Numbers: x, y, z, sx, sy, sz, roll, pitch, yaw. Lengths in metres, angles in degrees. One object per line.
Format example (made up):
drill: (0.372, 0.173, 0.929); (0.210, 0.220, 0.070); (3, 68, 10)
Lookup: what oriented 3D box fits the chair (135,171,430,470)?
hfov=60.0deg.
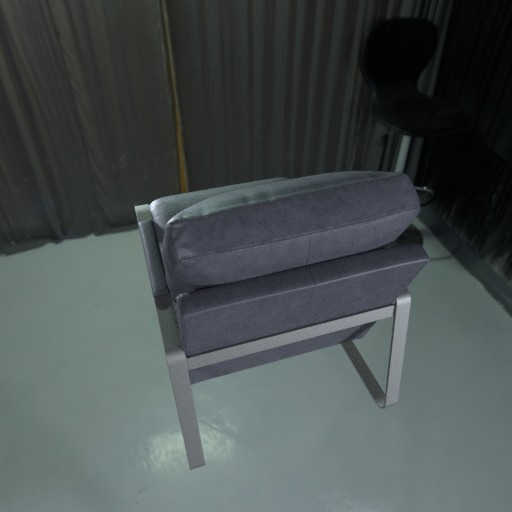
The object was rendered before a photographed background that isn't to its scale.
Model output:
chair: (0.000, 0.000, 1.451); (0.692, 0.839, 0.878); (-12, 42, -14)
